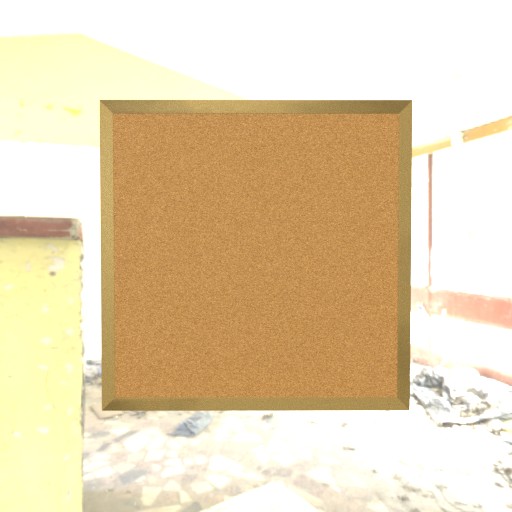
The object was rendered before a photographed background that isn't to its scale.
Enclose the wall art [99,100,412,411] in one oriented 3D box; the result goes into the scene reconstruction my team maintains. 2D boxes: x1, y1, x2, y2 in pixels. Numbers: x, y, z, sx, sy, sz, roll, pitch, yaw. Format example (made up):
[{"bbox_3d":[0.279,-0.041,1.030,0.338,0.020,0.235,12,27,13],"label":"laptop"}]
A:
[{"bbox_3d":[0.000,0.000,0.453,0.304,0.305,0.038,0,1,0],"label":"wall art"}]
